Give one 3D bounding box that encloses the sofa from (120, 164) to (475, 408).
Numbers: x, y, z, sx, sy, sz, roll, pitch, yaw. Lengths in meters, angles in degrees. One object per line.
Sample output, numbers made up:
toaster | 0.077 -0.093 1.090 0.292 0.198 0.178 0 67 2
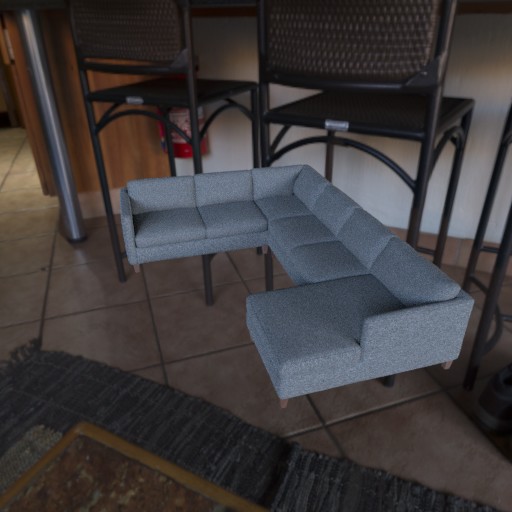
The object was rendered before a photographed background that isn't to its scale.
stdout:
sofa | 0.000 0.000 4.490 2.551 0.853 3.238 -8 31 -14
